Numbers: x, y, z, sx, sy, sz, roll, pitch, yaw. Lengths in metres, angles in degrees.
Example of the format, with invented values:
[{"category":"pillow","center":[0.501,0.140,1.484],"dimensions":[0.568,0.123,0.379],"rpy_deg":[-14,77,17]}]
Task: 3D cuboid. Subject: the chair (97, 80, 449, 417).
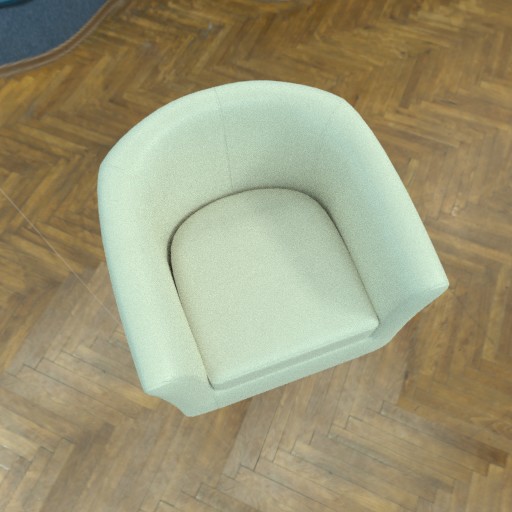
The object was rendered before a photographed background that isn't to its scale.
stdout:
[{"category":"chair","center":[0.000,0.000,1.393],"dimensions":[0.792,0.756,0.727],"rpy_deg":[-18,65,-9]}]
